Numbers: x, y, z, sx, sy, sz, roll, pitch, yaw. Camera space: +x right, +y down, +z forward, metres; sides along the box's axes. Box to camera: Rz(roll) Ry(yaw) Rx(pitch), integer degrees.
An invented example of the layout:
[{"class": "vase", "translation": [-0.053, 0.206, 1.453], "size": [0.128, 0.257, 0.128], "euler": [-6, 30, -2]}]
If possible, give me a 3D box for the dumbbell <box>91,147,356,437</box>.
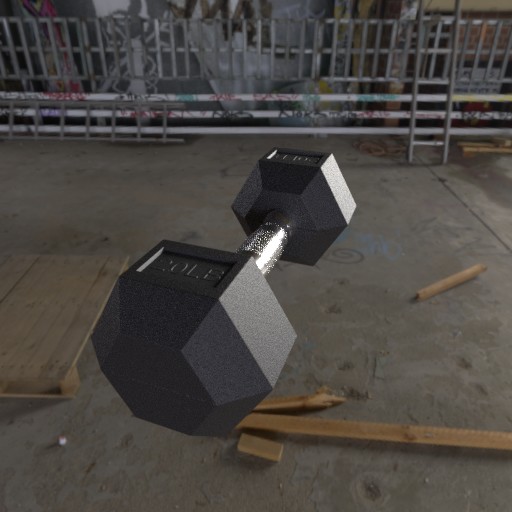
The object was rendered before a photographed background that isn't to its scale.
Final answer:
[{"class": "dumbbell", "translation": [0.000, 0.000, 0.354], "size": [0.116, 0.101, 0.297], "euler": [11, 32, 18]}]
